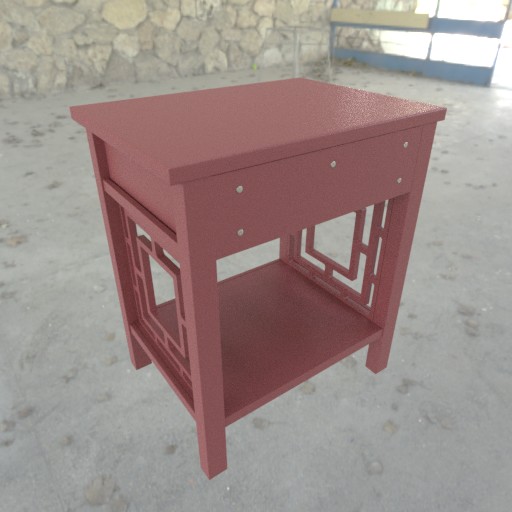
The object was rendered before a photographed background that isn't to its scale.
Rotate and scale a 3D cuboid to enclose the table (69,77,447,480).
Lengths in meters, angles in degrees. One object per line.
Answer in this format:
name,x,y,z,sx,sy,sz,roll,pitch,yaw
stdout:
table,0.000,0.000,1.050,0.599,0.686,0.451,-20,36,-30
